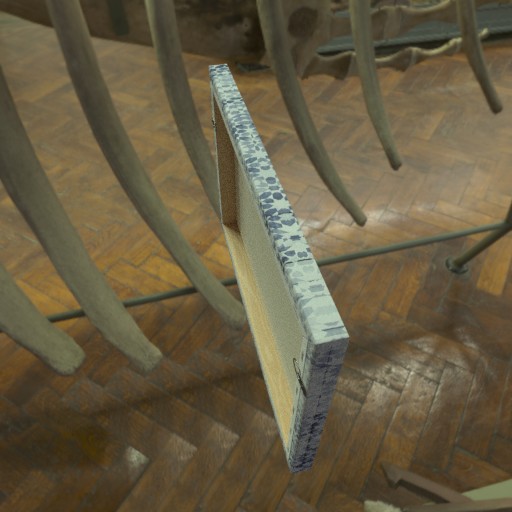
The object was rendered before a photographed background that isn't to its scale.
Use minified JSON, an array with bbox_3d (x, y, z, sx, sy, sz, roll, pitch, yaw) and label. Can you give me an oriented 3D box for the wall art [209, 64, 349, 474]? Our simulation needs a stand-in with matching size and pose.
[{"bbox_3d":[0.000,0.000,1.158,0.057,0.608,0.911,-10,49,-9],"label":"wall art"}]
